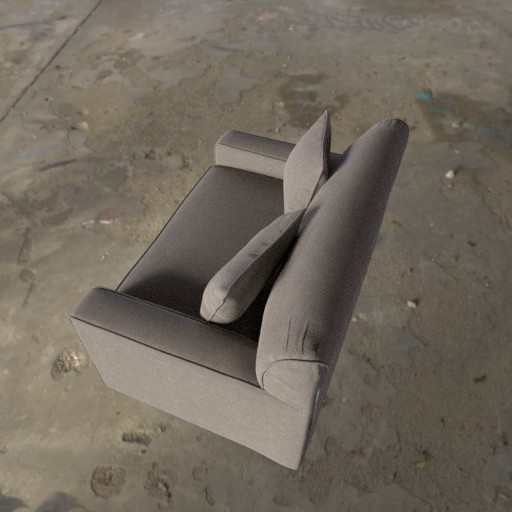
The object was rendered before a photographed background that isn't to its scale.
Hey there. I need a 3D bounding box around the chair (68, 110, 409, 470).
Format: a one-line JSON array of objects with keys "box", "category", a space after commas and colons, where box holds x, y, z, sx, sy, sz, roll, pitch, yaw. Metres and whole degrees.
[{"box": [0.000, 0.000, 2.035, 0.992, 0.953, 1.395, 17, 49, 15], "category": "chair"}]
